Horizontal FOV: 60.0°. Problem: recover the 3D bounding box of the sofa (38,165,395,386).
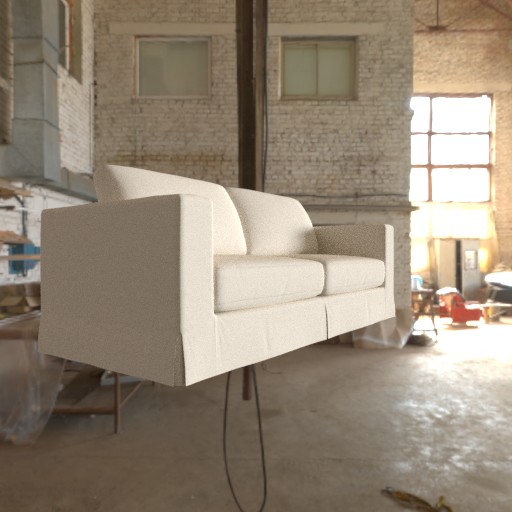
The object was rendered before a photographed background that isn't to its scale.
[{"bbox_3d":[0.000,0.000,2.640,0.954,0.881,2.163,0,0,36],"label":"sofa"}]
